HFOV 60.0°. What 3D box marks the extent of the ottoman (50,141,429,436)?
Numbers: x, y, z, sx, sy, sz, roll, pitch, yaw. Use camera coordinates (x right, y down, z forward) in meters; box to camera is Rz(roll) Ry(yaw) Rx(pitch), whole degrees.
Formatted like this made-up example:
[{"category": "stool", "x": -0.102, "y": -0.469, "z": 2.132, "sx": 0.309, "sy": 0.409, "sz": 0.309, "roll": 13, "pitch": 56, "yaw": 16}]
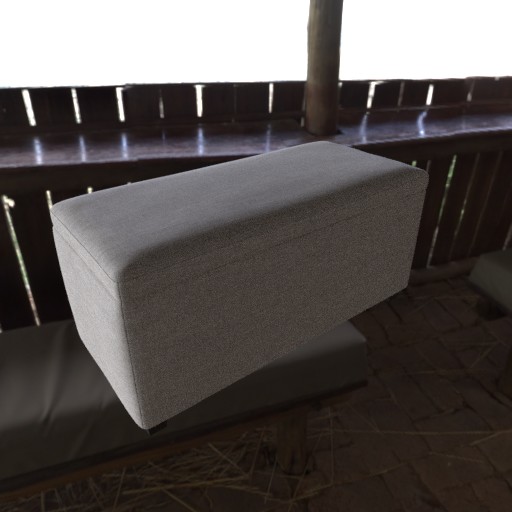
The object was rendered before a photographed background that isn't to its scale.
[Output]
[{"category": "ottoman", "x": 0.000, "y": 0.000, "z": 1.183, "sx": 0.902, "sy": 0.432, "sz": 0.419, "roll": -21, "pitch": 36, "yaw": -32}]
